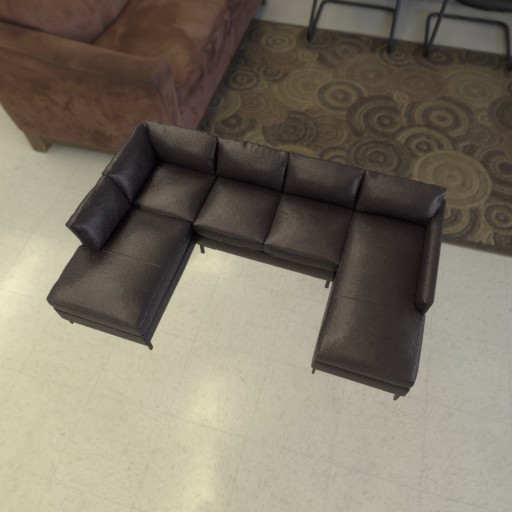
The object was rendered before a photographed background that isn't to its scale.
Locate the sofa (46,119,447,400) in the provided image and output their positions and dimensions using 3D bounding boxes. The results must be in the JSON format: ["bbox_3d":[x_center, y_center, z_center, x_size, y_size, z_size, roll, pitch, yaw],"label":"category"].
[{"bbox_3d":[0.000,0.000,3.847,2.956,0.900,1.939,15,59,10],"label":"sofa"}]
